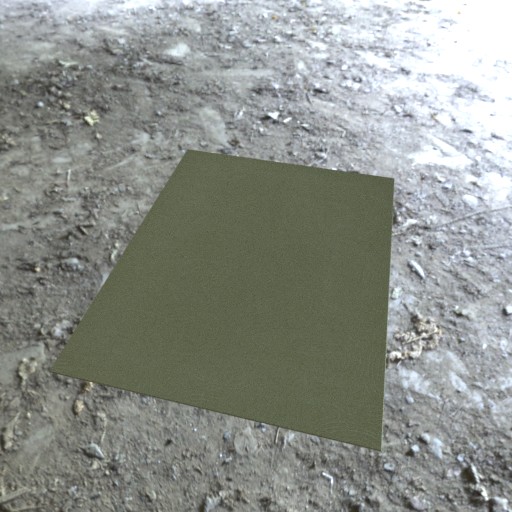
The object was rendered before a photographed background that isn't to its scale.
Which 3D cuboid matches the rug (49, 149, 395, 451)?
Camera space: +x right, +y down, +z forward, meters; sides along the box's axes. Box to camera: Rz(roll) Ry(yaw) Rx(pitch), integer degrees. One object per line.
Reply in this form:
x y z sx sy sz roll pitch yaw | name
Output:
0.000 0.000 3.501 2.073 0.011 2.584 10 47 9 | rug
